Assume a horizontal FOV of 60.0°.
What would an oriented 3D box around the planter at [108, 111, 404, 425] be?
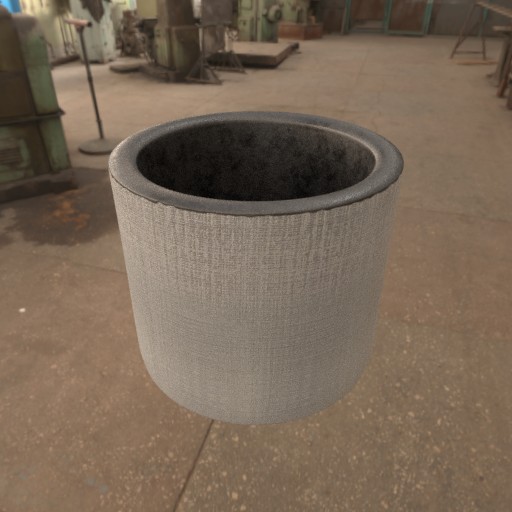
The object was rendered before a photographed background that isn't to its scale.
[{"bbox_3d":[0.000,0.000,0.220,0.125,0.112,0.125,0,32,0],"label":"planter"}]
